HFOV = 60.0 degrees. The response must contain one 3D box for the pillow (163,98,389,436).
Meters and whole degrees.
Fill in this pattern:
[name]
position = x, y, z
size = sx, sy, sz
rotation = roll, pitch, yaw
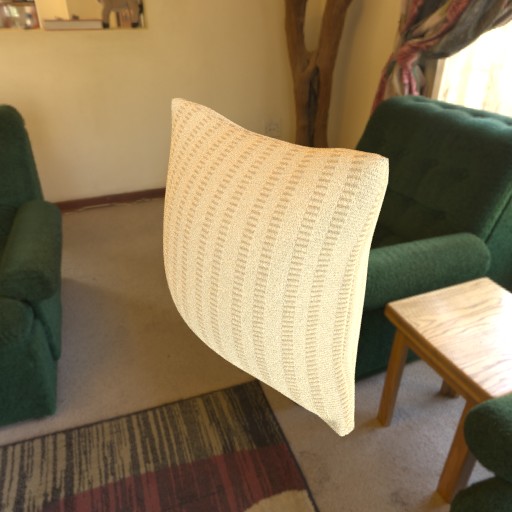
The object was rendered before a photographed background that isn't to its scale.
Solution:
[pillow]
position = 0.000, 0.000, 0.693
size = 0.247, 0.419, 0.438
rotation = -21, 36, -33
